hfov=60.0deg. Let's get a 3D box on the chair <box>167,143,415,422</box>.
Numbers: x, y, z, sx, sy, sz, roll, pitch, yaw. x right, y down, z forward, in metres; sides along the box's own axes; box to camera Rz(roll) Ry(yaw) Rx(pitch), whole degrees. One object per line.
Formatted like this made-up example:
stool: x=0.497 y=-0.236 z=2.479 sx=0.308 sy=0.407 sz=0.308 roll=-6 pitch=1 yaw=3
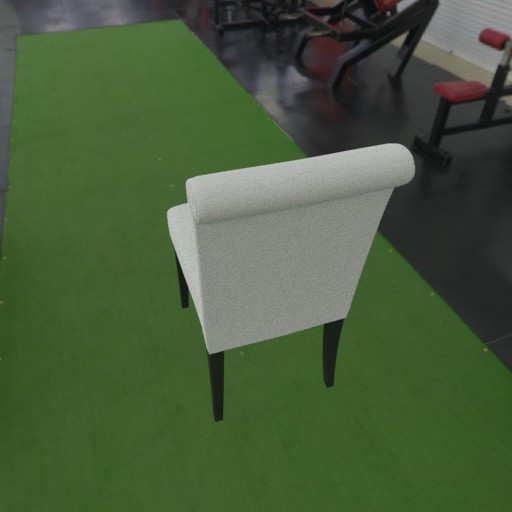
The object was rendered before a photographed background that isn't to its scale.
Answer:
chair: x=0.000 y=0.000 z=1.374 sx=0.452 sy=0.976 sz=0.708 roll=-12 pitch=43 yaw=-14
